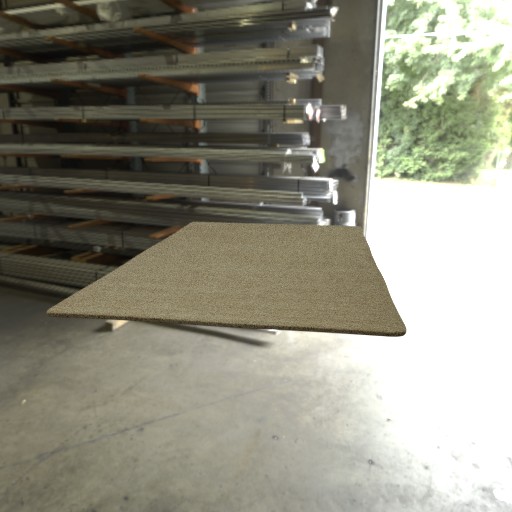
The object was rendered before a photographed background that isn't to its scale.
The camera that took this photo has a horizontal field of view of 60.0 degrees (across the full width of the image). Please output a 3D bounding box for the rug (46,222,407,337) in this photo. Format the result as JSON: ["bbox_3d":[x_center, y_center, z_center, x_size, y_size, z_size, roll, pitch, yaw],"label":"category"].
[{"bbox_3d":[0.000,0.000,3.430,1.801,0.024,2.700,2,15,8],"label":"rug"}]
